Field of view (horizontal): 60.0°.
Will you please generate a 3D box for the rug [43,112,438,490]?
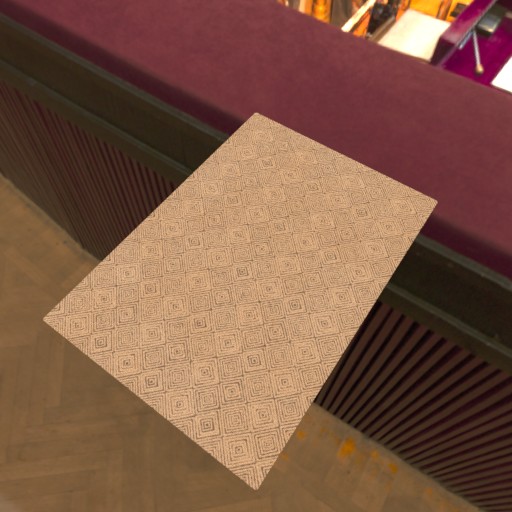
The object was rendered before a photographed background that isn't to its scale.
[{"bbox_3d":[0.000,0.000,2.925,1.593,0.008,2.238,31,64,17],"label":"rug"}]
